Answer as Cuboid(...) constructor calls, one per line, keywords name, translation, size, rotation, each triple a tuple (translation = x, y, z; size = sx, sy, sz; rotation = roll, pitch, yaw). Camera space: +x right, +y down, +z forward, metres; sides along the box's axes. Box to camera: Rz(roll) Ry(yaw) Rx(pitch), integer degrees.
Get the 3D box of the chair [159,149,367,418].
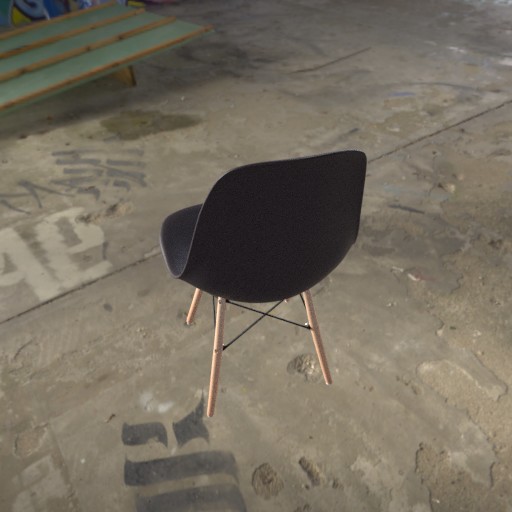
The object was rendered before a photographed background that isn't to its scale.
Cuboid(name="chair", translation=(0.000, 0.000, 1.152), size=(0.470, 0.825, 0.533), rotation=(-11, 41, -13))
